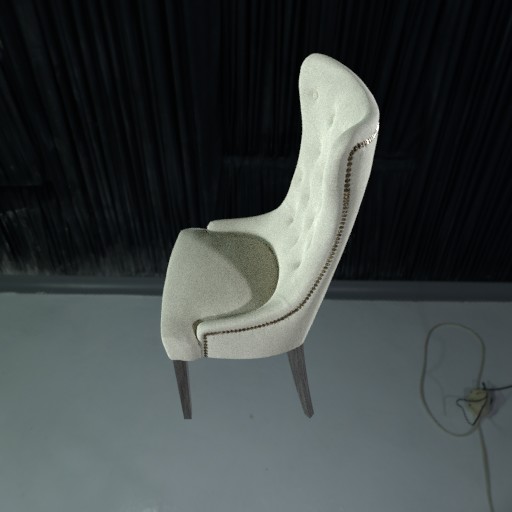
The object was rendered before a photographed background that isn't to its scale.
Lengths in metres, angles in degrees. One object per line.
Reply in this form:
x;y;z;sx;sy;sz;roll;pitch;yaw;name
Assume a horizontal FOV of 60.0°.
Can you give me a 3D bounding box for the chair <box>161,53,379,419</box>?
0.000;0.000;1.402;0.590;1.065;0.584;-1;41;-1;chair
